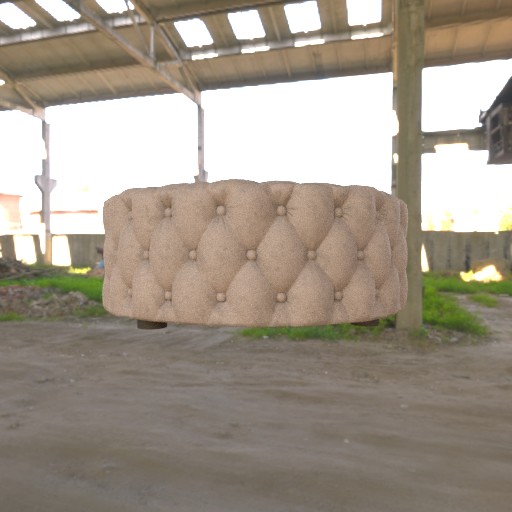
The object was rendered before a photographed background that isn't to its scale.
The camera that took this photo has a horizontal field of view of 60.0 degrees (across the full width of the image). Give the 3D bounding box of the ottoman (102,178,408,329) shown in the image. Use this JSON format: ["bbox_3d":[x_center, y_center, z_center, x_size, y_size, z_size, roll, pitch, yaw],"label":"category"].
[{"bbox_3d":[0.000,0.000,1.522,0.998,0.399,0.998,0,0,0],"label":"ottoman"}]
